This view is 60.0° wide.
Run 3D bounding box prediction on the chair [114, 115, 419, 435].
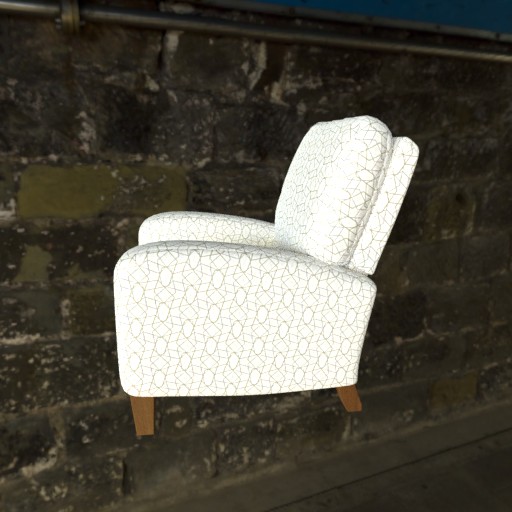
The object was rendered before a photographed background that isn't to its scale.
[{"bbox_3d":[0.000,0.000,1.788,0.995,1.064,0.796,-2,14,-8],"label":"chair"}]
